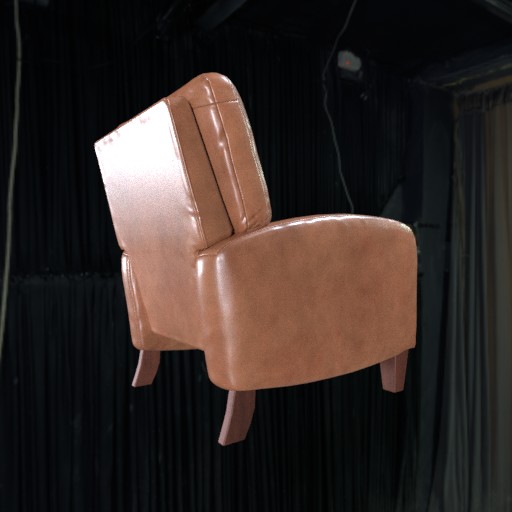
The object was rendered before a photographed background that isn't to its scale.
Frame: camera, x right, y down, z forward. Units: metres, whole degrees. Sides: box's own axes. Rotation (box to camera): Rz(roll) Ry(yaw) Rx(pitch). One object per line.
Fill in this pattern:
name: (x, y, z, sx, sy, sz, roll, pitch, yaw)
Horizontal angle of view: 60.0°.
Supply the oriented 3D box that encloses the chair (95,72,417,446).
chair: (0.000, 0.000, 1.628, 0.990, 0.990, 0.762, -1, 1, -36)
